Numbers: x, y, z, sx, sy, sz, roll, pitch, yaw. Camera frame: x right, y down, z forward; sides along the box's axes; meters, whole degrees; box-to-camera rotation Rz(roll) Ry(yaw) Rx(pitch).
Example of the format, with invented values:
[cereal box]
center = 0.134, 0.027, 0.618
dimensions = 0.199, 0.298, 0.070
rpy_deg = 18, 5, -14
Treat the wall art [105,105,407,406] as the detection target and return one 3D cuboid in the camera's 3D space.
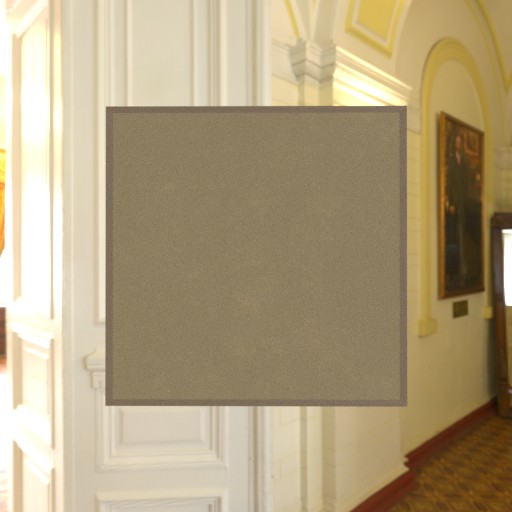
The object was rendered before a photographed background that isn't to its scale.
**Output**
[wall art]
center = 0.000, 0.000, 0.766
dimensions = 0.508, 0.506, 0.038
rpy_deg = 0, 0, 0
